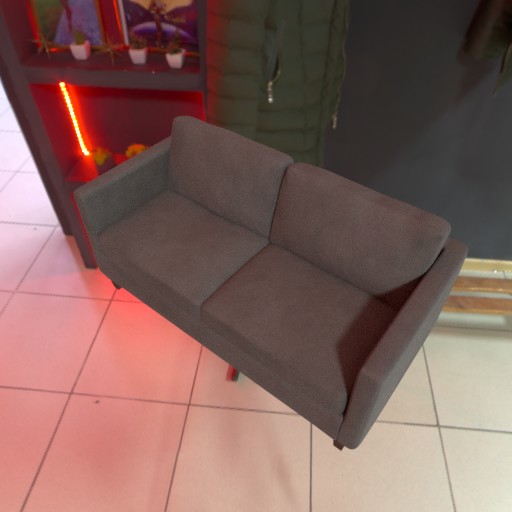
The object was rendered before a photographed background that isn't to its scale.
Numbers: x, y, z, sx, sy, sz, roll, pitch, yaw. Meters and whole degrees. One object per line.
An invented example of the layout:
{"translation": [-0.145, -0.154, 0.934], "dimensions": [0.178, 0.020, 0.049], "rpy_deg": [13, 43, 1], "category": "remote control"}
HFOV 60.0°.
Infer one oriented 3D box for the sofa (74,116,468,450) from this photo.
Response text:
{"translation": [0.000, 0.000, 2.445], "dimensions": [1.884, 0.963, 0.950], "rpy_deg": [29, 52, 26], "category": "sofa"}
